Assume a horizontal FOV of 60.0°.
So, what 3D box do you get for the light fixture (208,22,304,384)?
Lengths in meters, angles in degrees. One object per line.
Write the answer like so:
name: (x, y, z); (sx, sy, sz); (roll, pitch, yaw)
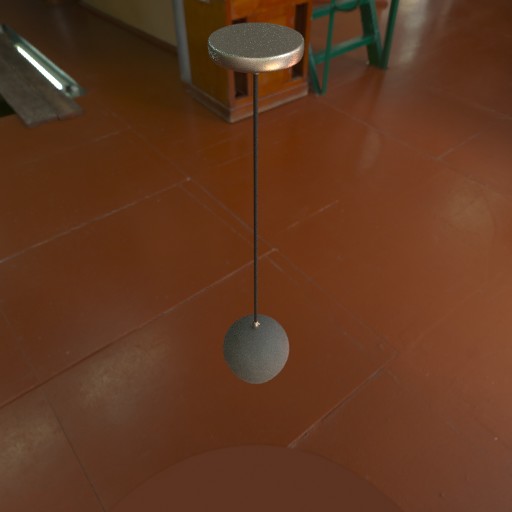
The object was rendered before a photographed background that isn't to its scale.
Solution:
light fixture: (0.000, 0.000, 0.815); (0.153, 0.760, 0.153); (-3, 45, -3)
